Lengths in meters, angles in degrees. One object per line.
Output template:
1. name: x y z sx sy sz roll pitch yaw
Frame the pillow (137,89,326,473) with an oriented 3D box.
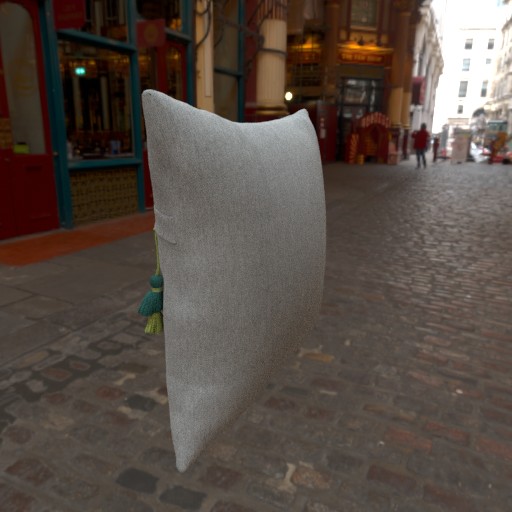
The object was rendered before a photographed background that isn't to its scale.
1. pillow: 0.000 0.000 0.664 0.173 0.436 0.433 8 17 26
